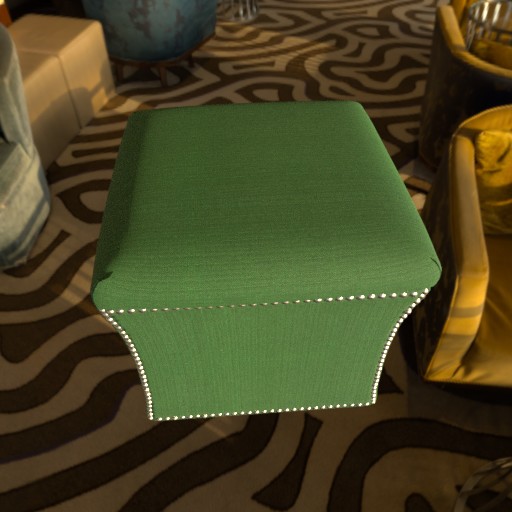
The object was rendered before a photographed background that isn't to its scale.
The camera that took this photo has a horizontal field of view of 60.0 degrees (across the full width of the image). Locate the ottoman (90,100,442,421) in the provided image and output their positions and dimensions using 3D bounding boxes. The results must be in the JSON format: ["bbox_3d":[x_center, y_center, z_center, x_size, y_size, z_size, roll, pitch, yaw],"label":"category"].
[{"bbox_3d":[0.000,0.000,0.908,0.507,0.475,0.497,-3,47,-3],"label":"ottoman"}]
